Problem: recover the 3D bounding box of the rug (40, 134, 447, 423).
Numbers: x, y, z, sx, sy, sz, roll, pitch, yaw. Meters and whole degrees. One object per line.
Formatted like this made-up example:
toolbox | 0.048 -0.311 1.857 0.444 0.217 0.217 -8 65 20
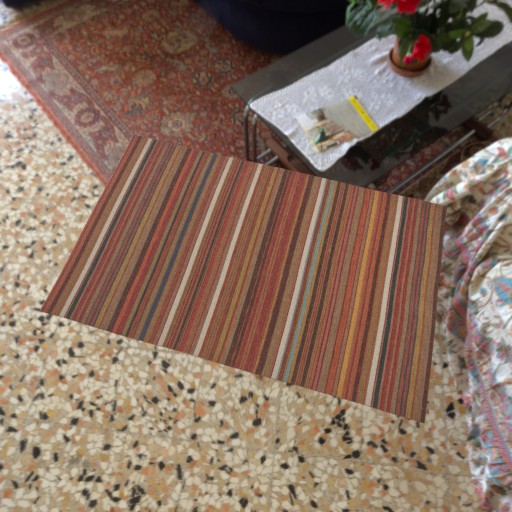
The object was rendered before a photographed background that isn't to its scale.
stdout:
rug | 0.000 0.000 3.003 2.438 0.008 1.523 14 64 7
